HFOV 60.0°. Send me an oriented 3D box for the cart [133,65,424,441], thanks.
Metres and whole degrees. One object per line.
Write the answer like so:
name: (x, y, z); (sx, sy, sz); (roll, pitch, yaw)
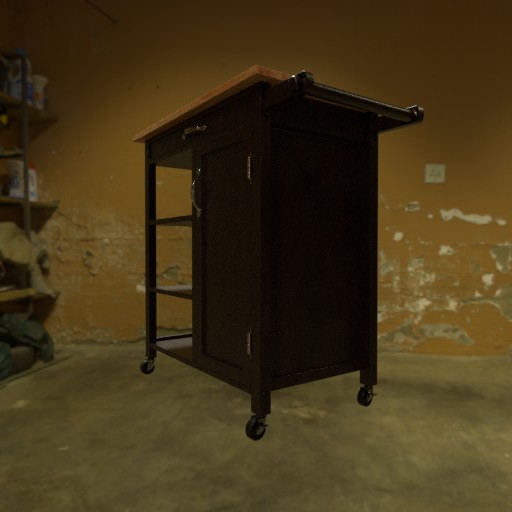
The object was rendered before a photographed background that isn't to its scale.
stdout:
cart: (0.000, 0.000, 1.417); (0.472, 0.878, 0.914); (-1, 1, -35)
